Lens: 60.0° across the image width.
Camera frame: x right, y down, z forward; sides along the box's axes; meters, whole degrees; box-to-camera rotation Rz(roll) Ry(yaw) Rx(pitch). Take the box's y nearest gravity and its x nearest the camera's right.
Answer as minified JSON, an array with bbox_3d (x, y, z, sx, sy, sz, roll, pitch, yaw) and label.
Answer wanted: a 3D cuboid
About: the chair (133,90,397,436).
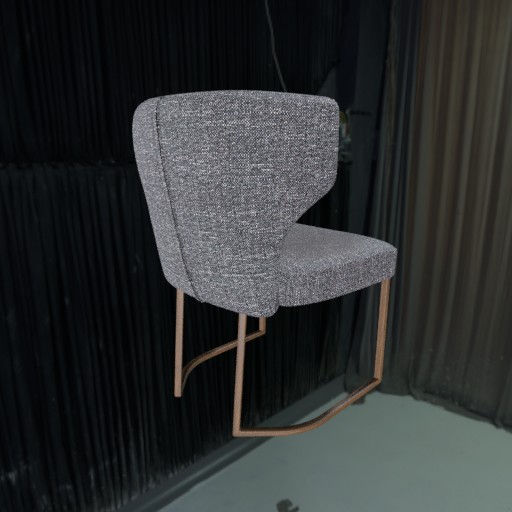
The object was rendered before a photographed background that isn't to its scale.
[{"bbox_3d":[0.000,0.000,1.246,0.611,0.824,0.617,14,20,43],"label":"chair"}]
